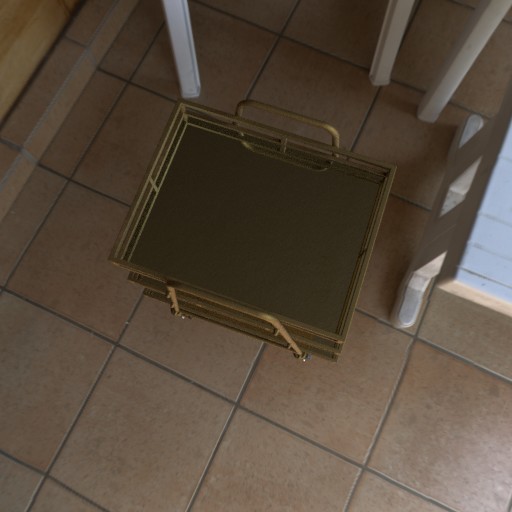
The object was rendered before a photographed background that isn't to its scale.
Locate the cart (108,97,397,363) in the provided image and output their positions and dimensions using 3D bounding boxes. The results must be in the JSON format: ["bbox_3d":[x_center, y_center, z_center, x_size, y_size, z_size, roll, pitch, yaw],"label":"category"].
[{"bbox_3d":[0.000,0.000,1.265,0.711,0.883,0.441,19,77,4],"label":"cart"}]
